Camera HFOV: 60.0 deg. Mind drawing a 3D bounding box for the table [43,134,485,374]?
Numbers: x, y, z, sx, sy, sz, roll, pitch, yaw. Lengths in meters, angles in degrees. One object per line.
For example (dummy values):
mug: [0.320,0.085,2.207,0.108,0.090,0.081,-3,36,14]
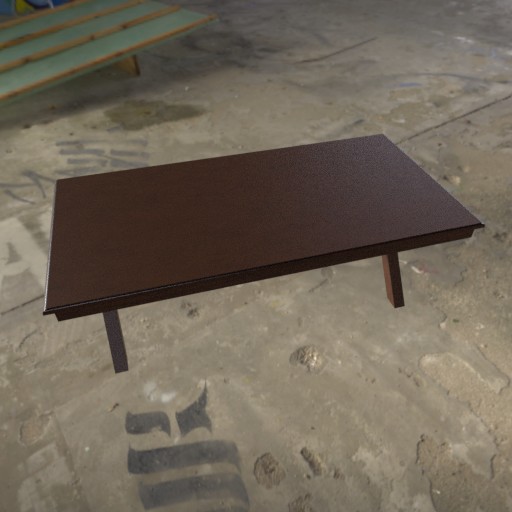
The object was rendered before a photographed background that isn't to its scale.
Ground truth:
table: [0.000,0.000,1.507,1.197,0.459,0.594,-11,42,-12]
